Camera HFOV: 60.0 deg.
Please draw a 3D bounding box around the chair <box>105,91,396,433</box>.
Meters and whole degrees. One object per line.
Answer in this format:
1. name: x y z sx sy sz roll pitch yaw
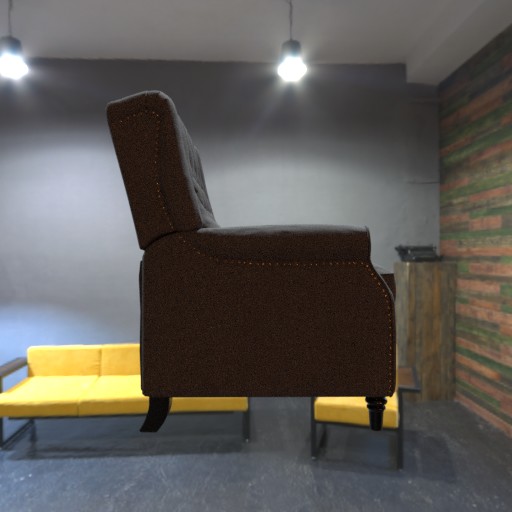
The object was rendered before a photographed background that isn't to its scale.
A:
1. chair: 0.000 0.000 1.619 0.898 1.035 0.742 0 0 -1
